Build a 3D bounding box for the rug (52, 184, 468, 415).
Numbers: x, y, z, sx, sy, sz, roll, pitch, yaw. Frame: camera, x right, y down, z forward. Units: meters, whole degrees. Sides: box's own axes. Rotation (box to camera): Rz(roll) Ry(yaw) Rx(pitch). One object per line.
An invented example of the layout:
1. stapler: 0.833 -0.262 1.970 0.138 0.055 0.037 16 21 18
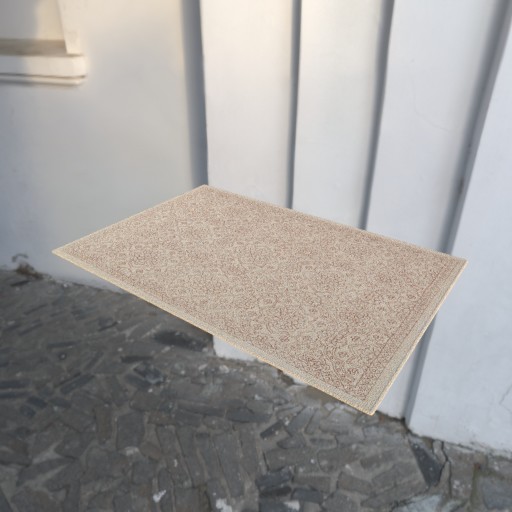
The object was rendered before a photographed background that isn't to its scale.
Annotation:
1. rug: 0.000 0.000 2.331 1.829 0.010 1.219 20 36 31
